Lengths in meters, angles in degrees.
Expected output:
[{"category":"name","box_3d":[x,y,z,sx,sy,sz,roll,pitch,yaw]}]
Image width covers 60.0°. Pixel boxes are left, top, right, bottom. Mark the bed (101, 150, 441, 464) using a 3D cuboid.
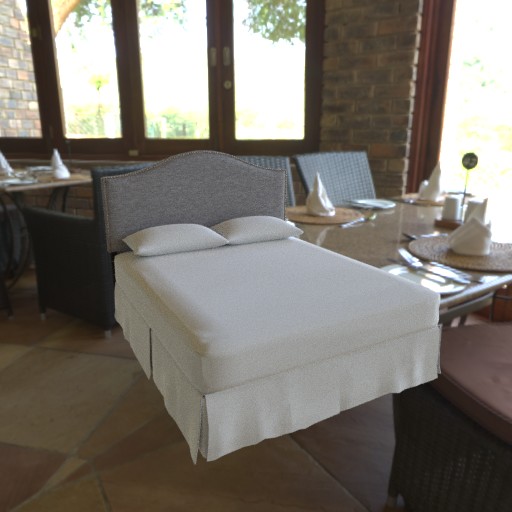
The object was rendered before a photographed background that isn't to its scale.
[{"category":"bed","box_3d":[0.000,0.000,2.940,1.610,1.295,1.870,-9,18,-27]}]
